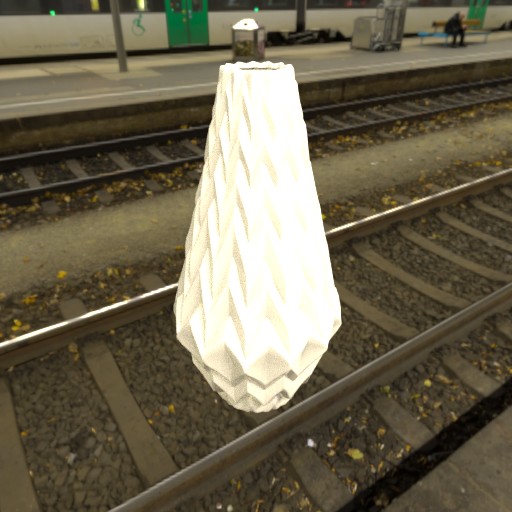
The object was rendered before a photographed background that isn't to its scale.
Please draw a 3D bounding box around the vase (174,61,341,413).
[{"bbox_3d":[0.000,0.000,0.413,0.167,0.328,0.167,0,30,0],"label":"vase"}]
